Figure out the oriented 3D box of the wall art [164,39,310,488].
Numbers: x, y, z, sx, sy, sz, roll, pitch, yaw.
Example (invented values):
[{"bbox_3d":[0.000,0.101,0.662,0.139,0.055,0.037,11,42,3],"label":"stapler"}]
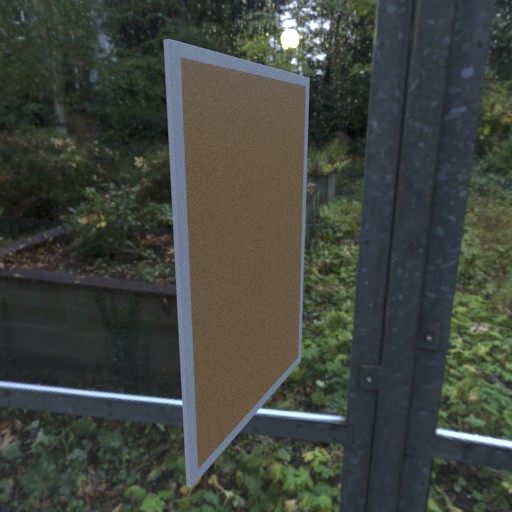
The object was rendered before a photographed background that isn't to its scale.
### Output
[{"bbox_3d":[0.000,0.000,1.172,0.013,0.940,0.659,8,18,27],"label":"wall art"}]
